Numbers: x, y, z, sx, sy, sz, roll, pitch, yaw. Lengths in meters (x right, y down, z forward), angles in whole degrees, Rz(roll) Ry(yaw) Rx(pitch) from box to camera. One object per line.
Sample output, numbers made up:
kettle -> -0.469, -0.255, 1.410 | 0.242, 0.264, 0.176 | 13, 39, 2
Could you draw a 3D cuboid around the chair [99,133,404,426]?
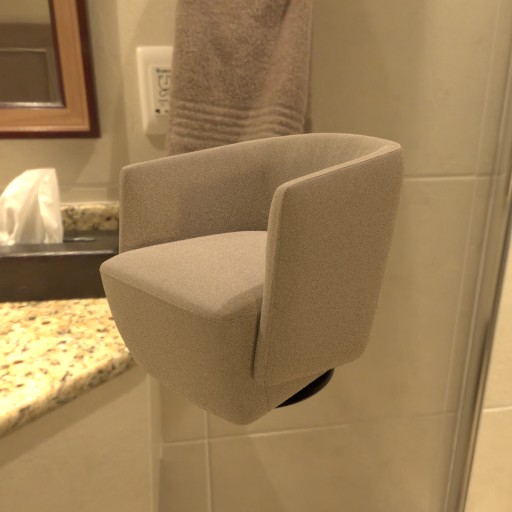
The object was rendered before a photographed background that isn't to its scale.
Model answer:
chair -> 0.000, 0.000, 1.634 | 0.822, 0.861, 0.986 | 15, 22, 41
